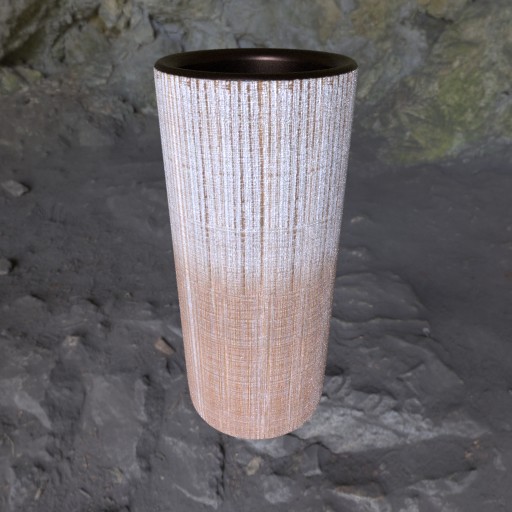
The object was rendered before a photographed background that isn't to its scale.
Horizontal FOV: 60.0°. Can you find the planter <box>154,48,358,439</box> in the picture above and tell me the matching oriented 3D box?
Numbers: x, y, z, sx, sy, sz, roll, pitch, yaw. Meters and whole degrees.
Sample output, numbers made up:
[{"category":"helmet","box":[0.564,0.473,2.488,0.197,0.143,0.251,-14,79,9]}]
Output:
[{"category":"planter","box":[0.000,0.000,0.277,0.100,0.227,0.100,-8,32,-13]}]
